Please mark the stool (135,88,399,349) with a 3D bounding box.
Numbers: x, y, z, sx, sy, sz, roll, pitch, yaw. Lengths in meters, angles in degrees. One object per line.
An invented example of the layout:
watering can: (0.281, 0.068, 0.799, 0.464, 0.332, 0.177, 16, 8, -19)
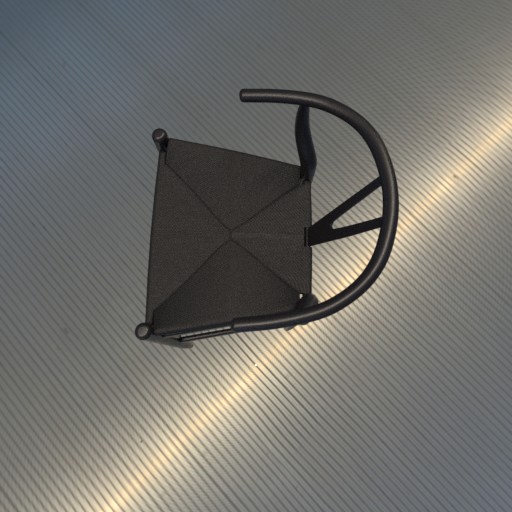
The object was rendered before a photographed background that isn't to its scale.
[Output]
stool: (0.000, 0.000, 1.408, 0.579, 1.072, 0.569, 1, 76, 0)
